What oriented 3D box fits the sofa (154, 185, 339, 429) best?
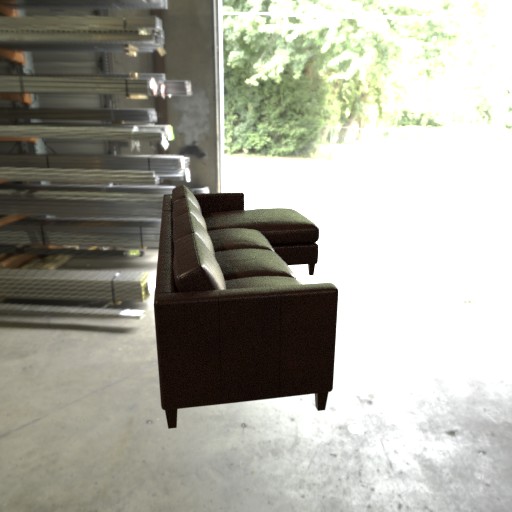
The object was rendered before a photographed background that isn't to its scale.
[{"bbox_3d":[0.000,0.000,3.826,1.581,0.883,3.203,-3,17,-10],"label":"sofa"}]
